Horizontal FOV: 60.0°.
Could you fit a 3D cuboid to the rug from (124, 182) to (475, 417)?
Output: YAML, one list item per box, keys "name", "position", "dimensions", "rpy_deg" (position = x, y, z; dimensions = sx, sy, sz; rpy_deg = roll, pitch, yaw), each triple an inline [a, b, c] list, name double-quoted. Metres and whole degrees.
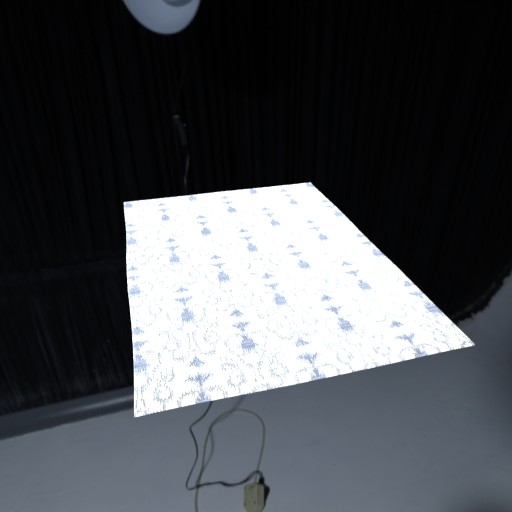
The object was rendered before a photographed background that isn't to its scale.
- name: "rug"
  position: [0.000, 0.000, 2.972]
  dimensions: [1.676, 0.013, 2.261]
  rpy_deg: [-8, 32, -13]
